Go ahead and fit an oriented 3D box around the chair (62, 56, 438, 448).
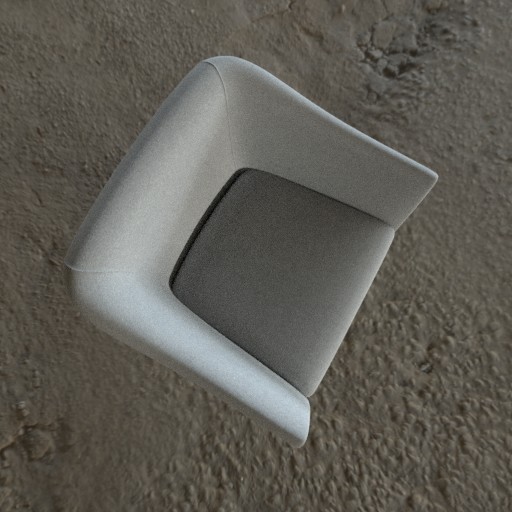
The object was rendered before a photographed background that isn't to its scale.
[{"bbox_3d":[0.000,0.000,1.344,0.700,0.720,0.790,29,78,7],"label":"chair"}]
